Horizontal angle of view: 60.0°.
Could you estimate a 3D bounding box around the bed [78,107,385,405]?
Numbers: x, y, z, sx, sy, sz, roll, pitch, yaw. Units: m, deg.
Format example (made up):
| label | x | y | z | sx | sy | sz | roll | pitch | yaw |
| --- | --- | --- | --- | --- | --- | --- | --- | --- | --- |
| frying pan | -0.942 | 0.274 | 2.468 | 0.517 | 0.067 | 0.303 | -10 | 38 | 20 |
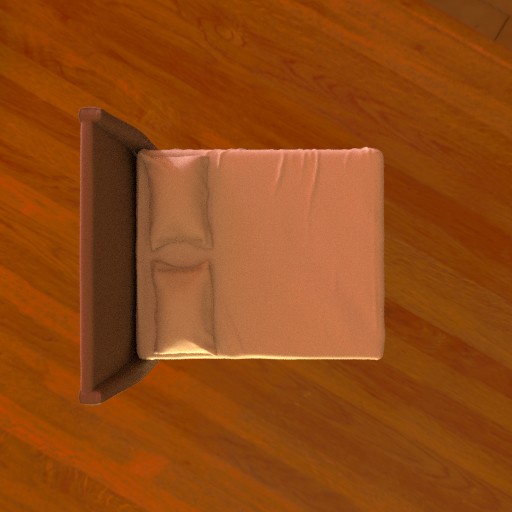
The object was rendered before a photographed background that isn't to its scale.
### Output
| label | x | y | z | sx | sy | sz | roll | pitch | yaw |
| --- | --- | --- | --- | --- | --- | --- | --- | --- | --- |
| bed | 0.000 | 0.000 | 3.464 | 2.276 | 1.332 | 1.925 | 0 | 90 | 0 |
